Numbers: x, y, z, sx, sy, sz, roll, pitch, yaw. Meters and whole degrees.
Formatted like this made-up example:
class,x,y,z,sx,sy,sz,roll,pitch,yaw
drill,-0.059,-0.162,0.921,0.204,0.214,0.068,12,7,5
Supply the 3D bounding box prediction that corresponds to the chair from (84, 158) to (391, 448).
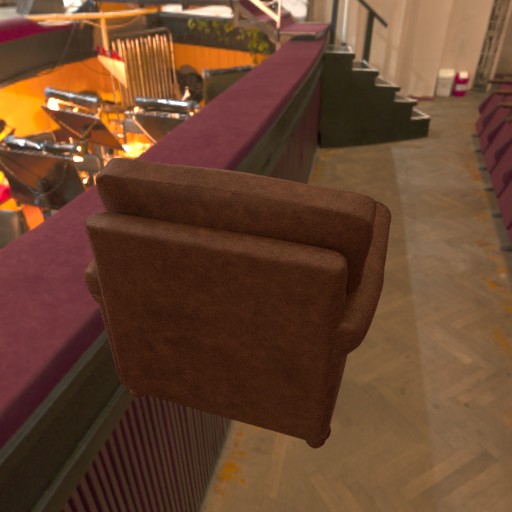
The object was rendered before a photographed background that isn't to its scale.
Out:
class,x,y,z,sx,sy,sz,roll,pitch,yaw
chair,0.000,0.000,1.776,0.996,0.976,1.002,10,34,15
